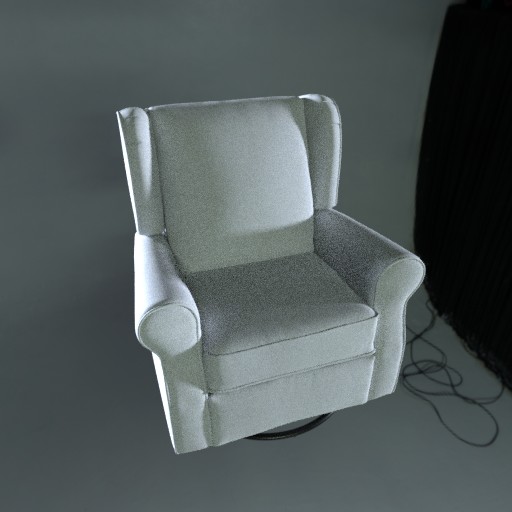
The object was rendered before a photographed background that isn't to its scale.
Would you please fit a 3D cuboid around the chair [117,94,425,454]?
[{"bbox_3d":[0.000,0.000,1.609,0.906,0.967,0.854,-10,33,-16],"label":"chair"}]
